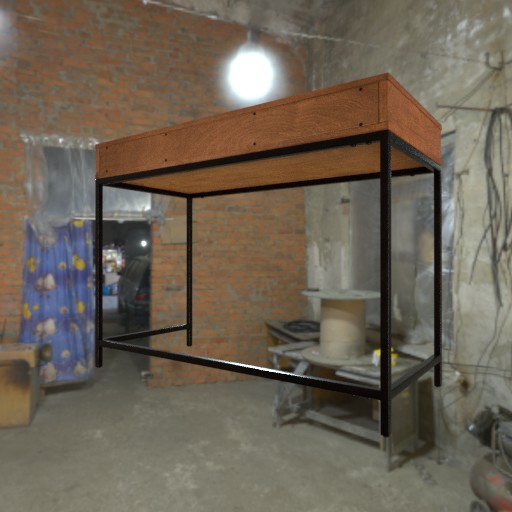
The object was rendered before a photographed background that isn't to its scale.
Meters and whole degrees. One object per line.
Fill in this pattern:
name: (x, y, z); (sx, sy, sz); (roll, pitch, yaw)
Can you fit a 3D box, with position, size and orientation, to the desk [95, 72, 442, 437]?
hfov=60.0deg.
desk: (0.000, 0.000, 1.408); (1.016, 0.762, 0.470); (0, 0, 36)
